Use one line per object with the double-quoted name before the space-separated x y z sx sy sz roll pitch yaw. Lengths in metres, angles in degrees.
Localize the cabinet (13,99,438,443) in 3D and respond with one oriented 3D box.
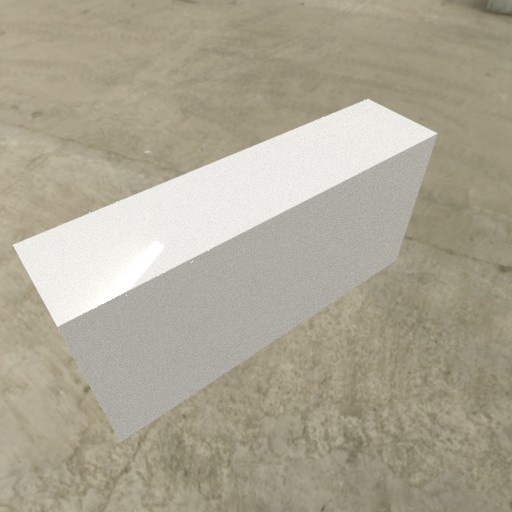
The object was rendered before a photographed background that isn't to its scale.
"cabinet" 0.000 0.000 1.941 1.650 0.800 0.400 -29 52 -25
